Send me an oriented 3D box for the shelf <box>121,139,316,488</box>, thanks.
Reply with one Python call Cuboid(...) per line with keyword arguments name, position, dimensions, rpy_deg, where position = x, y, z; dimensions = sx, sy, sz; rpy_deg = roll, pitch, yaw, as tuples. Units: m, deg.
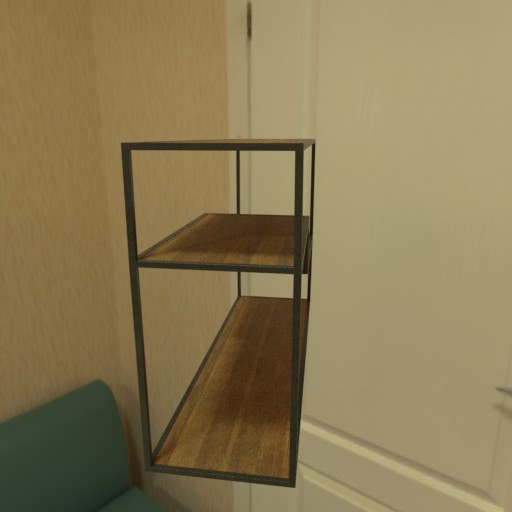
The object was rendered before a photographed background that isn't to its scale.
Cuboid(name="shelf", position=(0.000, 0.000, 1.511), dimensions=(0.361, 0.765, 1.201), rpy_deg=(2, 15, 8))
